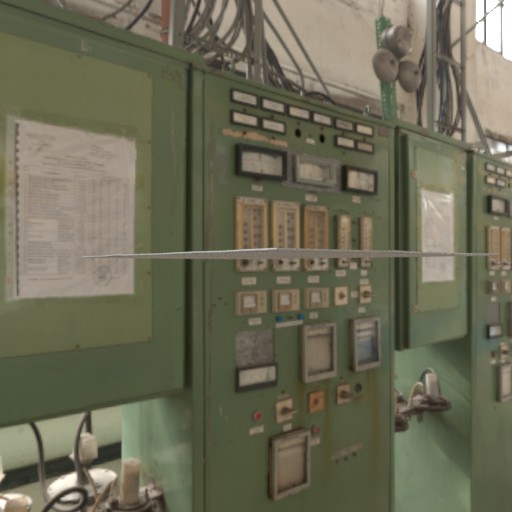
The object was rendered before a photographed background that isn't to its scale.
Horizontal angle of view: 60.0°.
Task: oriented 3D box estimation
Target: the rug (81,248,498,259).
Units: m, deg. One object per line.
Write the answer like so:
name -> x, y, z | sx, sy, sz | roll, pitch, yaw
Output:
rug -> 0.000, 0.000, 2.259 | 1.231, 0.012, 1.835 | 1, -1, -37
